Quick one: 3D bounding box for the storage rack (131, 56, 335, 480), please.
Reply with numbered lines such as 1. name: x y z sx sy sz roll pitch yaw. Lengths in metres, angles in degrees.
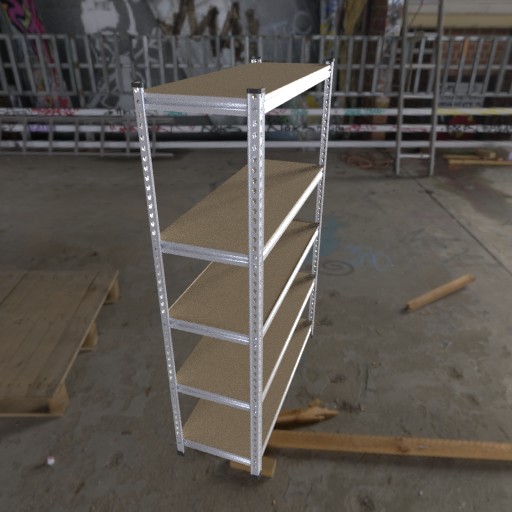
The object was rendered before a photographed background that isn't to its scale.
1. storage rack: 0.000 0.000 2.332 0.457 1.829 1.219 9 30 17
